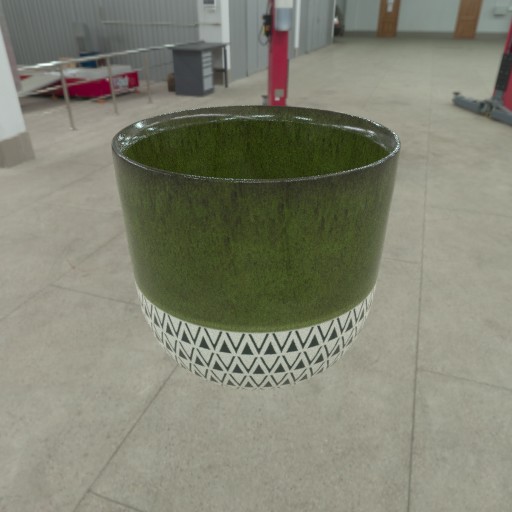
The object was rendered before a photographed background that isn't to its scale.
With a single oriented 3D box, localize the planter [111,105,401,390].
[{"bbox_3d":[0.000,0.000,0.488,0.266,0.270,0.266,0,30,0],"label":"planter"}]
